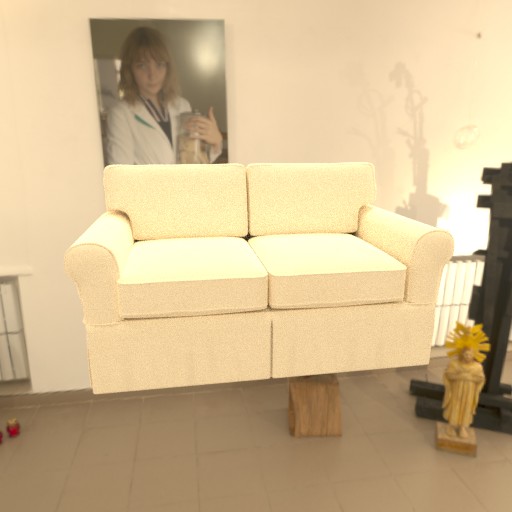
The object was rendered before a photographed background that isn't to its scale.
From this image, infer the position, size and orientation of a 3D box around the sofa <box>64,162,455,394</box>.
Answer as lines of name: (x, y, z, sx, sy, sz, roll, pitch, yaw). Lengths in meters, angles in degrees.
sofa: (0.000, 0.000, 2.381, 1.727, 0.940, 0.991, -3, 15, -9)
